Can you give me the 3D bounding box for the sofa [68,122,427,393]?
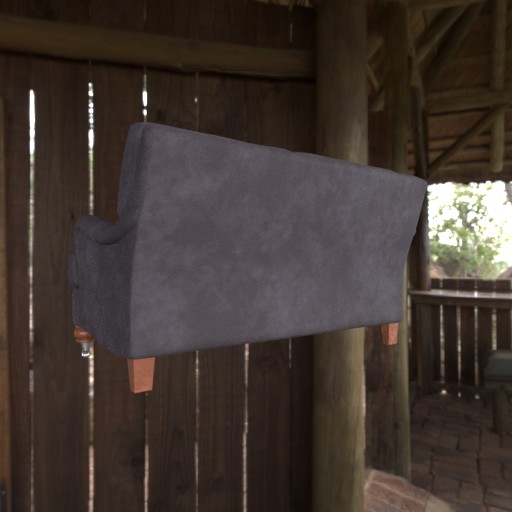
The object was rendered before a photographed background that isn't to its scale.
[{"bbox_3d":[0.000,0.000,2.539,1.853,1.101,1.084,0,0,-37],"label":"sofa"}]
